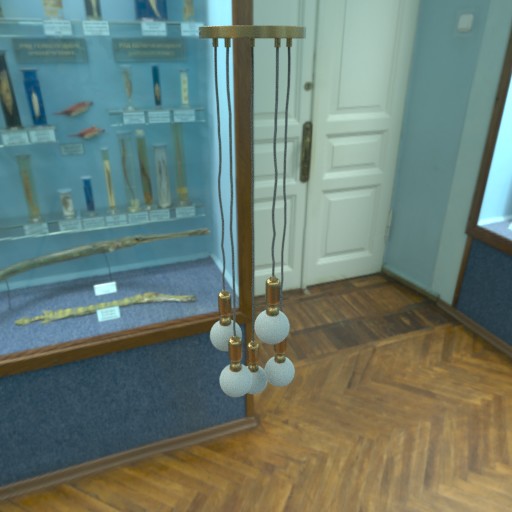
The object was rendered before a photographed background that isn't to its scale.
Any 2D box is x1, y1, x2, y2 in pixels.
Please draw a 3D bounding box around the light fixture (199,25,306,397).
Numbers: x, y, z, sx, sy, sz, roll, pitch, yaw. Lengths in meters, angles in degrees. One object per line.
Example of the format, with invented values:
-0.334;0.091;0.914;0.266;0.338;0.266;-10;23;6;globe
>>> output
0.000;0.000;0.498;0.105;0.457;0.108;-8;27;-17;light fixture
